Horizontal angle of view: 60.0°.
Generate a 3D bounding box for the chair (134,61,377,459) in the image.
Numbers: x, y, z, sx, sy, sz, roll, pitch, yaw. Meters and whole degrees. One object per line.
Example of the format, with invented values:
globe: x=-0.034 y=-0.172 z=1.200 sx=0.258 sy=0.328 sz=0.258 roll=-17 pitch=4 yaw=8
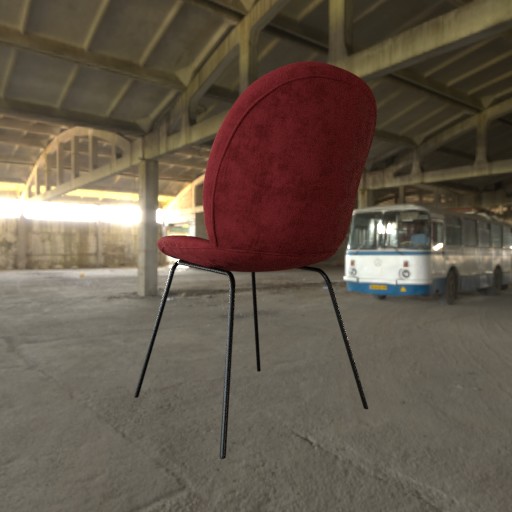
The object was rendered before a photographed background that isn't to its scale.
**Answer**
chair: x=0.000 y=0.000 z=1.151 sx=0.458 sy=0.791 sz=0.587 roll=-1 pitch=1 yaw=-38
